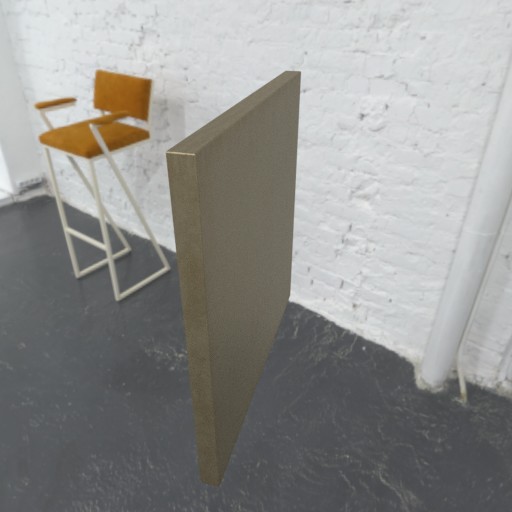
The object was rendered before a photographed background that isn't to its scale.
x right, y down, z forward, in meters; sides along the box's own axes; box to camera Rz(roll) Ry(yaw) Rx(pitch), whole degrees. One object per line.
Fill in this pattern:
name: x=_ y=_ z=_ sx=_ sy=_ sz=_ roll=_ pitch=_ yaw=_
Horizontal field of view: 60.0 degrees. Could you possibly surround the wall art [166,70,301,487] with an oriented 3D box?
wall art: x=0.000 y=0.000 z=0.739 sx=0.030 sy=0.506 sz=0.503 roll=8 pitch=32 yaw=14
